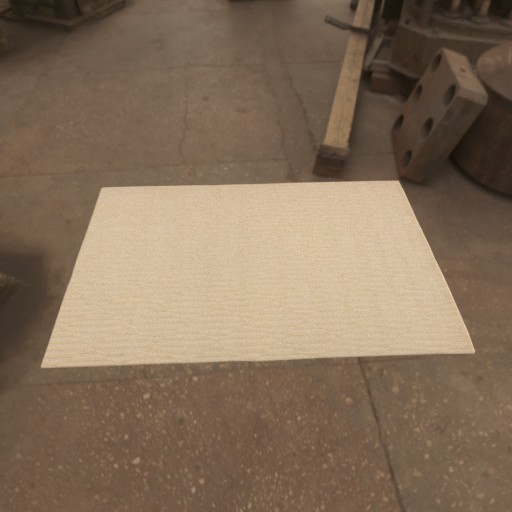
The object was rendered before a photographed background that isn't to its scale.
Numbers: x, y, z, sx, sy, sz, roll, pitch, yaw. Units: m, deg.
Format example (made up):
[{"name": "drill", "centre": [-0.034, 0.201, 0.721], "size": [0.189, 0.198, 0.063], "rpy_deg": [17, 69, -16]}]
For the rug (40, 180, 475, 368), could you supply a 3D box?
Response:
[{"name": "rug", "centre": [0.000, 0.000, 2.301], "size": [1.848, 0.014, 1.238], "rpy_deg": [-2, 46, -2]}]
